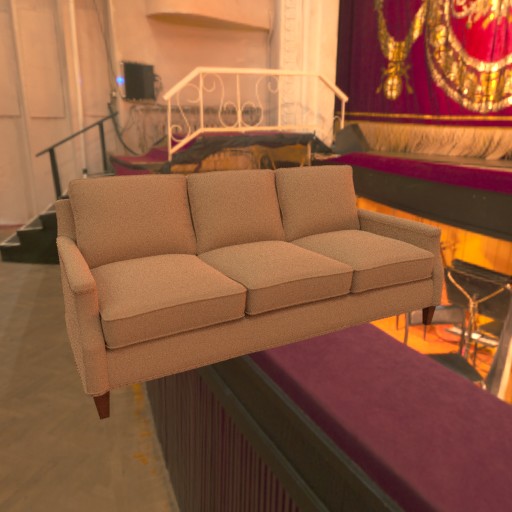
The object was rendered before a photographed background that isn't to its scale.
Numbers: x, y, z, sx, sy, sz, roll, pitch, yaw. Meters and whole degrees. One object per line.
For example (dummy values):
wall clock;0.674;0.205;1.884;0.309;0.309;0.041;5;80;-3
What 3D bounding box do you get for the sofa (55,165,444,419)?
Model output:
sofa;0.000;0.000;2.777;2.246;1.003;1.084;-9;19;-27
